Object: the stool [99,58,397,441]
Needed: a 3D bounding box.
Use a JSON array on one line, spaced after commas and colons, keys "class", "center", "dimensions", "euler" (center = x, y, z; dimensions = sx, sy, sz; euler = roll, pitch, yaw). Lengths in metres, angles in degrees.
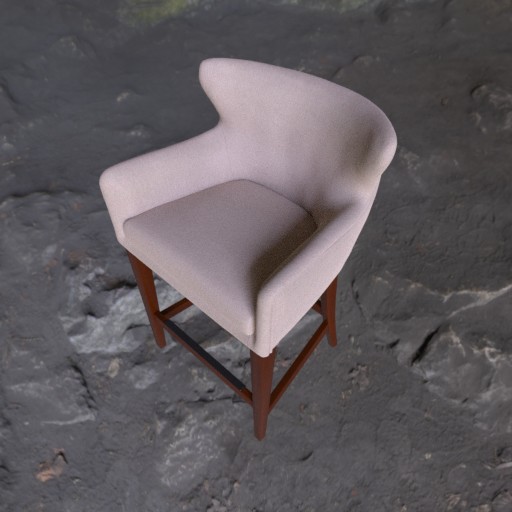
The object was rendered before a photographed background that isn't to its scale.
[{"class": "stool", "center": [0.000, 0.000, 1.340], "dimensions": [0.601, 0.951, 0.570], "euler": [34, 55, 28]}]
